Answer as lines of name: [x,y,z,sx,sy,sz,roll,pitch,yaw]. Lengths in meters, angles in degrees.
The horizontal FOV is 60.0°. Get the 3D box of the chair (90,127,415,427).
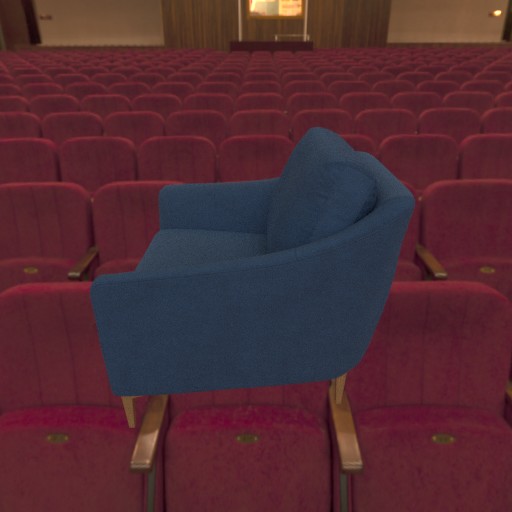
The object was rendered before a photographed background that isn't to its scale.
chair: [0.000,0.000,1.729,0.961,0.899,0.987,0,25,1]
